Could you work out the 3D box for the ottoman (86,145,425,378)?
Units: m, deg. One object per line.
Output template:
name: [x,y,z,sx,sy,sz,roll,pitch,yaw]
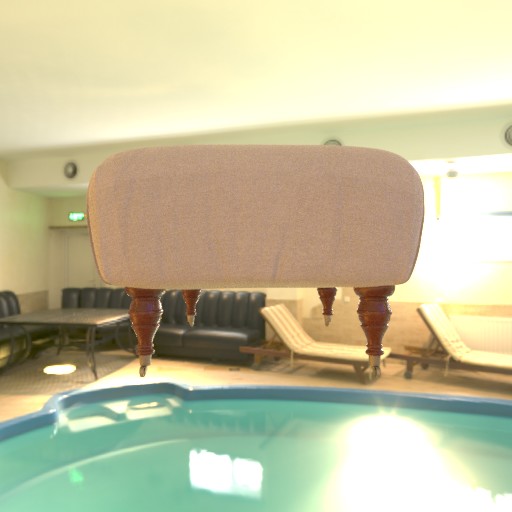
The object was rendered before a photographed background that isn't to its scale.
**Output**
ottoman: [0.000,0.000,1.116,0.622,0.450,0.746,0,0,0]
